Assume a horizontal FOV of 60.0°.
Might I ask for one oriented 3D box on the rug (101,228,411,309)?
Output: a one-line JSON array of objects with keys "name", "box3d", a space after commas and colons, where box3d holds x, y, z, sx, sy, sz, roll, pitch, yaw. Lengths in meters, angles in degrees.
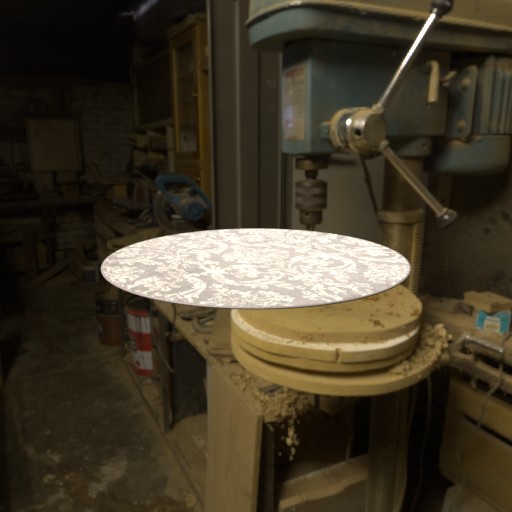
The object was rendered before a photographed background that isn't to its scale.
[{"name": "rug", "box3d": [0.000, 0.000, 2.403, 1.593, 0.012, 1.593, 0, 14, 0]}]
